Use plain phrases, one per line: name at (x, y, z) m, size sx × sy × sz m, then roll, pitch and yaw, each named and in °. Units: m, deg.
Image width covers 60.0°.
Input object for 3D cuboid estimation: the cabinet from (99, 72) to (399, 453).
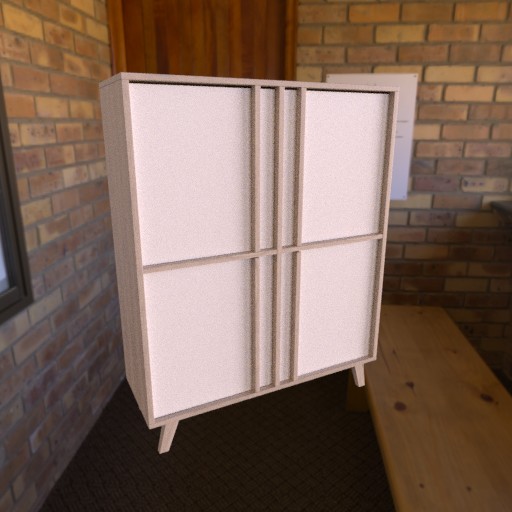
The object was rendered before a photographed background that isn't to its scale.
cabinet at (0.000, 0.000, 1.922) m, size 1.111 × 1.388 × 0.398 m, roll -8°, pitch 18°, yaw -26°
